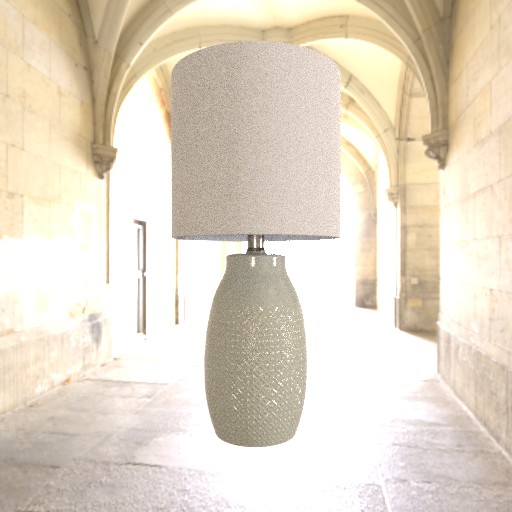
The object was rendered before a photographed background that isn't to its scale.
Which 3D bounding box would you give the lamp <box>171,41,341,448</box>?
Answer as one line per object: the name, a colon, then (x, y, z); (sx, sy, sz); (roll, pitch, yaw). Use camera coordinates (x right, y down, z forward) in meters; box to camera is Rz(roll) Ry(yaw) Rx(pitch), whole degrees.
lamp: (0.000, 0.000, 0.574); (0.217, 0.453, 0.217); (0, 0, -36)
